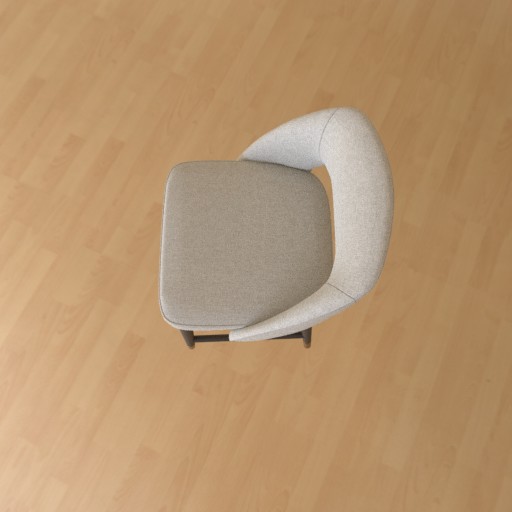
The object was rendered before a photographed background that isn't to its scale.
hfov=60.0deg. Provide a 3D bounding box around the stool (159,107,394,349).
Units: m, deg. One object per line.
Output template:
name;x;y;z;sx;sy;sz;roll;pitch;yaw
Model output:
stool;0.000;0.000;1.261;0.509;0.940;0.494;0;74;0
